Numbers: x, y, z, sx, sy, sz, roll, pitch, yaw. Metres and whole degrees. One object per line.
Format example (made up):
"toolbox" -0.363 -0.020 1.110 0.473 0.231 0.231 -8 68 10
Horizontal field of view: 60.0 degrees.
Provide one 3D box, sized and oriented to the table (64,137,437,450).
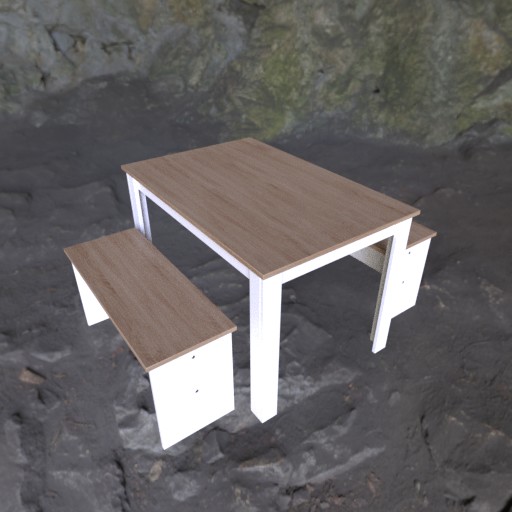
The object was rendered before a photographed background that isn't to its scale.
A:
"table" 0.000 0.000 2.035 1.443 0.700 1.100 -21 38 -30
